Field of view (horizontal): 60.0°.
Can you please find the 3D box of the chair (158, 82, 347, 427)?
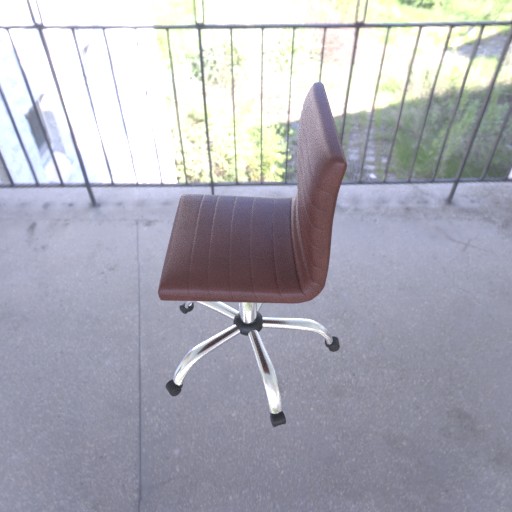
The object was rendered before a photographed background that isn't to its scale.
[{"bbox_3d":[0.000,0.000,1.166,0.530,0.780,0.556,0,41,0],"label":"chair"}]
